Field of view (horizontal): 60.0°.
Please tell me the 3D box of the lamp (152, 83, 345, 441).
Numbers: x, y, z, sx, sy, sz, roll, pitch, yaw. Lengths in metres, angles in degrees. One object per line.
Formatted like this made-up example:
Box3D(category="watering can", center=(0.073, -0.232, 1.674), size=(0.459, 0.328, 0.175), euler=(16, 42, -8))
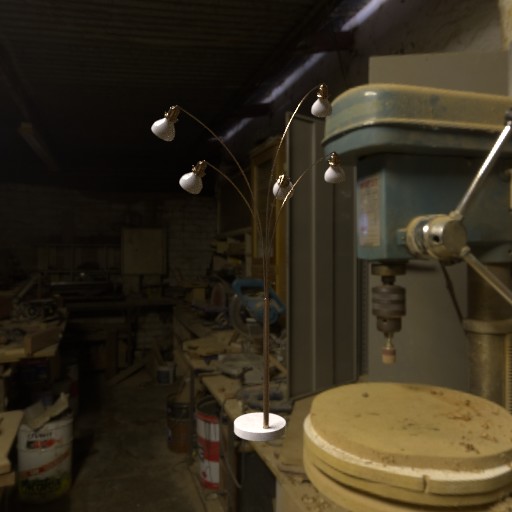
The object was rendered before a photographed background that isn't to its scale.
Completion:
Box3D(category="lamp", center=(0.000, 0.000, 3.056), size=(1.405, 2.423, 0.361), euler=(0, 1, -19))
